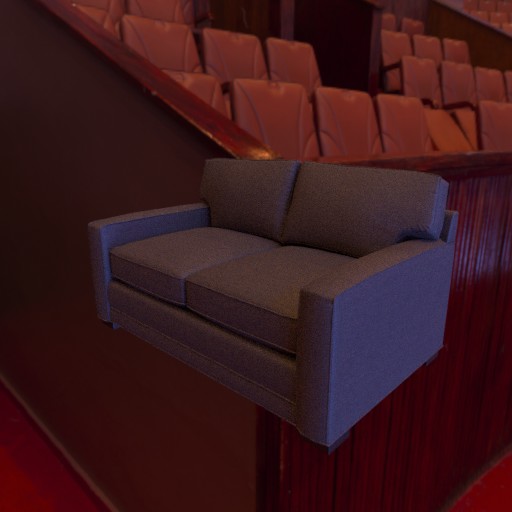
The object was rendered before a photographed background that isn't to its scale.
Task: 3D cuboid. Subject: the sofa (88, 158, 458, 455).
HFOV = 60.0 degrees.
[{"bbox_3d":[0.000,0.000,2.159,1.534,0.887,0.974,15,22,41],"label":"sofa"}]
